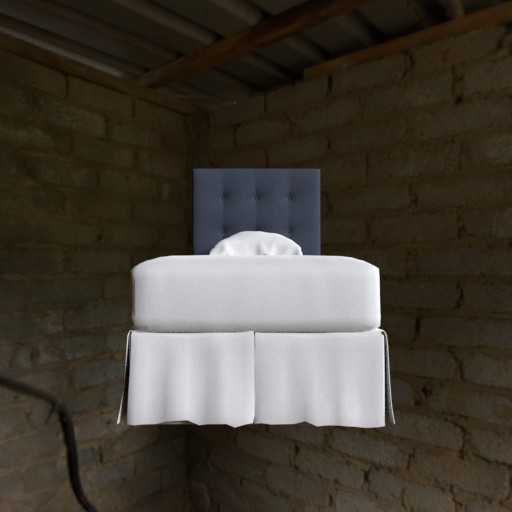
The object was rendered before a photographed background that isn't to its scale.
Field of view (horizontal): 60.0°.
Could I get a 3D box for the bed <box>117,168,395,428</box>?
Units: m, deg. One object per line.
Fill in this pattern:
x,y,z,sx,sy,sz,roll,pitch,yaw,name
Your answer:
0.000,0.000,2.974,1.261,1.571,1.997,0,-1,0,bed
